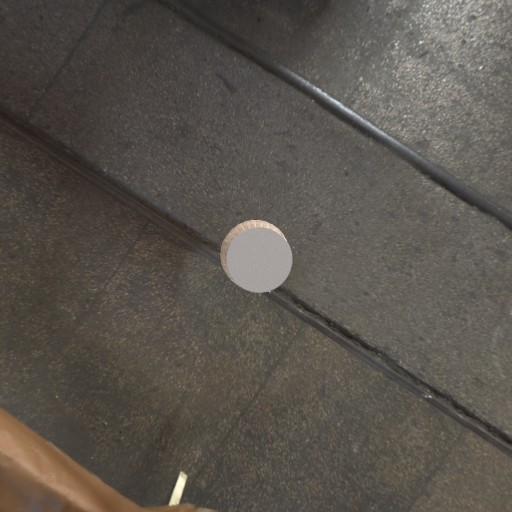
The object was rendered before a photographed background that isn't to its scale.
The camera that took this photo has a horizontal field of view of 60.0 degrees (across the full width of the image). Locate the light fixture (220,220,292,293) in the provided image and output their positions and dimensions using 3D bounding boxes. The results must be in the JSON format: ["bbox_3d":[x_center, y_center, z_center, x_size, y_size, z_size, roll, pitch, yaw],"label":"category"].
[{"bbox_3d":[0.000,0.000,2.131,0.457,2.019,0.457,0,91,0],"label":"light fixture"}]
